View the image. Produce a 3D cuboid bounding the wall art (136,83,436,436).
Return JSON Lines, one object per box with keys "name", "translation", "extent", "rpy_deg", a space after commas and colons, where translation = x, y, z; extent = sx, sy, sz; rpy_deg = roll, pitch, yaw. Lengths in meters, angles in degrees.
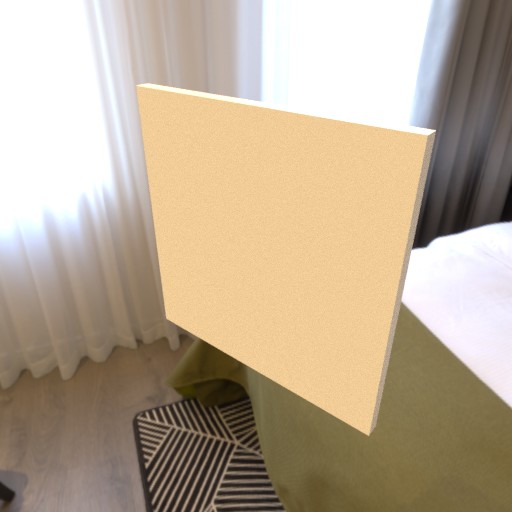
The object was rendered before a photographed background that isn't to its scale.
{"name": "wall art", "translation": [0.000, 0.000, 0.842], "extent": [0.559, 0.559, 0.028], "rpy_deg": [22, 37, 32]}
